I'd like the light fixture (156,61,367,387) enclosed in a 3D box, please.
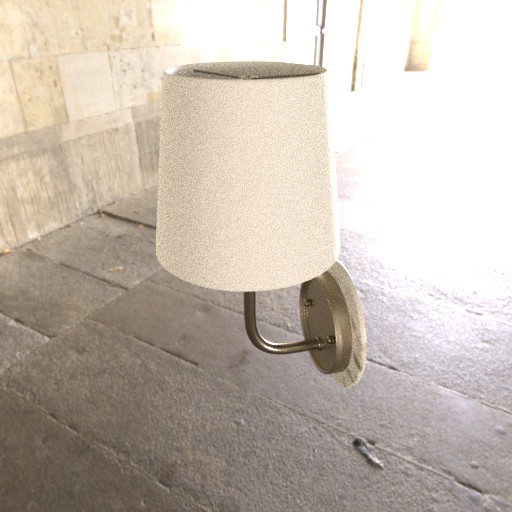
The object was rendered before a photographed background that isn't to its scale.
[{"bbox_3d":[0.000,0.000,0.431,0.188,0.337,0.168,-7,30,-13],"label":"light fixture"}]
